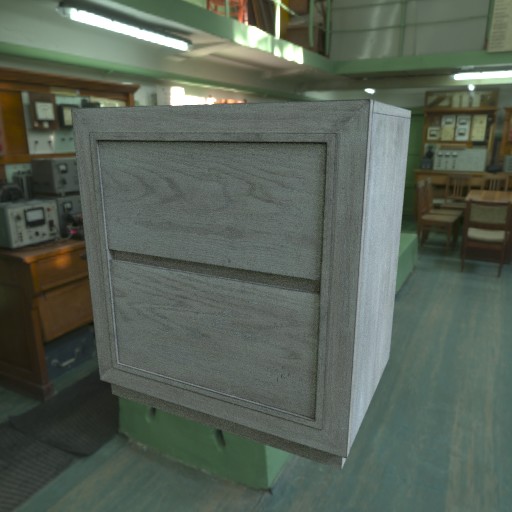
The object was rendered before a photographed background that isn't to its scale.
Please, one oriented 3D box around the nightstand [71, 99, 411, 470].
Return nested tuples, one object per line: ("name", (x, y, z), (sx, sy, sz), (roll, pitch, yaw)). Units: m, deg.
("nightstand", (0.000, 0.000, 1.074), (0.612, 0.673, 0.483), (8, 17, 25))
